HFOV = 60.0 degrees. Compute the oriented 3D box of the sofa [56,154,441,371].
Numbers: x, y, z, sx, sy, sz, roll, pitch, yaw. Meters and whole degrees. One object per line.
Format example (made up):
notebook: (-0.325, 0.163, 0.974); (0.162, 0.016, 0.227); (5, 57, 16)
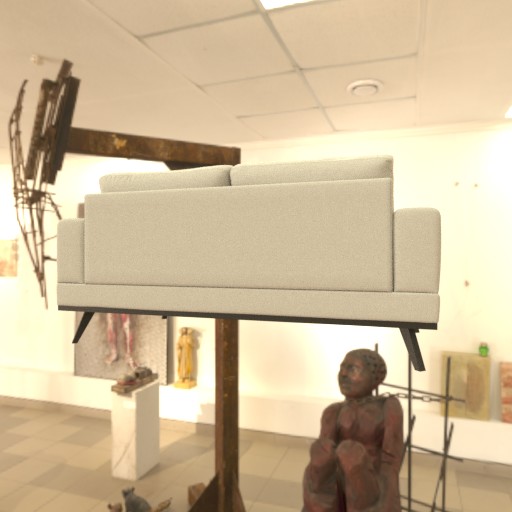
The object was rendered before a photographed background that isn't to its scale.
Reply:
sofa: (0.000, 0.000, 2.208); (1.650, 0.810, 0.920); (0, 0, 19)
